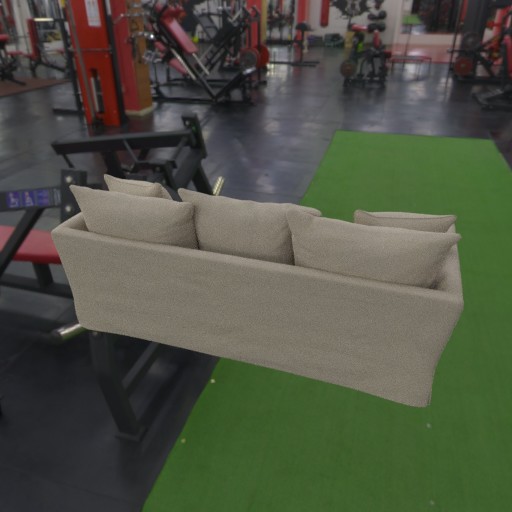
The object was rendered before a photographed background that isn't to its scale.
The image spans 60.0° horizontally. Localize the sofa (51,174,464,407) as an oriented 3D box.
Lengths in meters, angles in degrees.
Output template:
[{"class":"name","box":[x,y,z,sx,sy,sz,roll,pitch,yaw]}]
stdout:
[{"class":"sofa","box":[0.000,0.000,3.026,2.499,1.047,1.046,9,31,16]}]
